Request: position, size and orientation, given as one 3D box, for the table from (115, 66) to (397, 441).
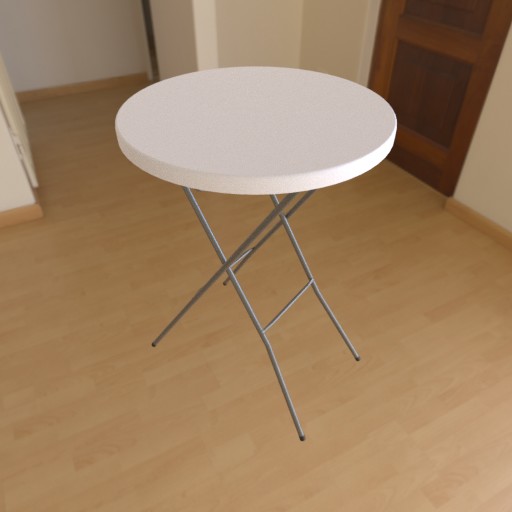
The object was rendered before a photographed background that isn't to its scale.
[{"bbox_3d":[0.000,0.000,1.629,0.795,1.105,0.792,25,46,27],"label":"table"}]
